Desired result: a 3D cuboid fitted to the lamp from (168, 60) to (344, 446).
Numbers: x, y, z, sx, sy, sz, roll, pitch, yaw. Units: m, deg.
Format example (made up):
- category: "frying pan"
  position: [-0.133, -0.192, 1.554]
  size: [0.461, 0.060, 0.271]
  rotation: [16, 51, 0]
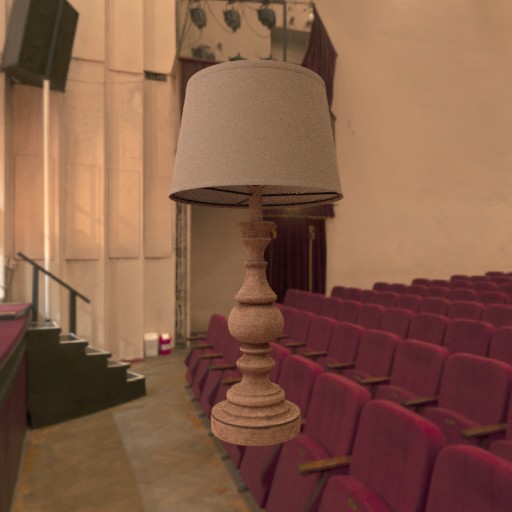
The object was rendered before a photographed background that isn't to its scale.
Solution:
- category: "lamp"
  position: [0.000, 0.000, 0.876]
  size: [0.340, 0.678, 0.340]
  rotation: [0, 0, 0]
